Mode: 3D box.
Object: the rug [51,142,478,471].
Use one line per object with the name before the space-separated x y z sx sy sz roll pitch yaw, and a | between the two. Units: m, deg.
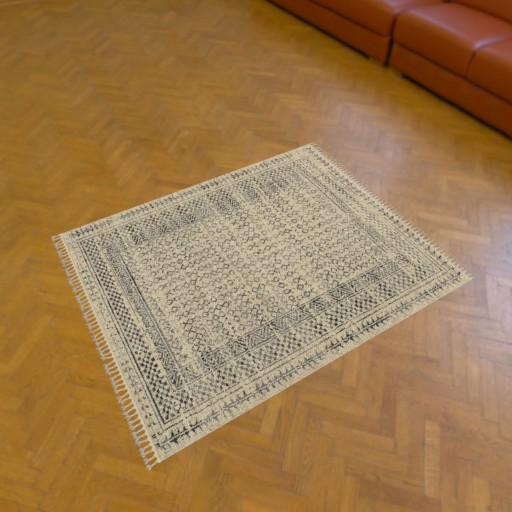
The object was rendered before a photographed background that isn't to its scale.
rug | 0.000 0.000 3.824 2.940 0.013 2.312 -24 52 -20
